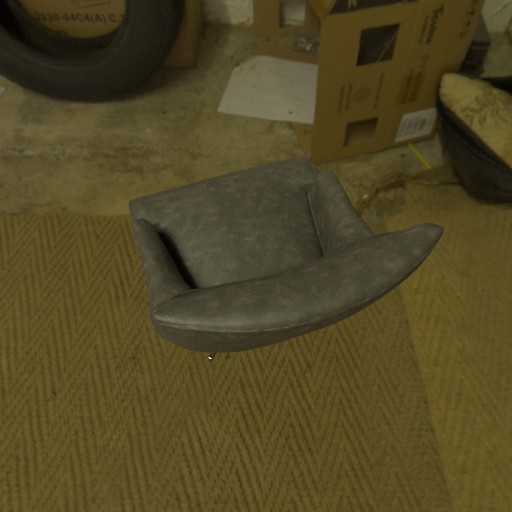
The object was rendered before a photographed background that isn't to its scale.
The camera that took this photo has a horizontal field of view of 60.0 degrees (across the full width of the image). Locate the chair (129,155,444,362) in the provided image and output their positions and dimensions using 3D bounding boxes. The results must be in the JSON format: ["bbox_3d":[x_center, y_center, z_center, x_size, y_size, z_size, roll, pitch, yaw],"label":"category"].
[{"bbox_3d":[0.000,0.000,1.470,0.738,0.870,0.874,-16,59,-10],"label":"chair"}]
